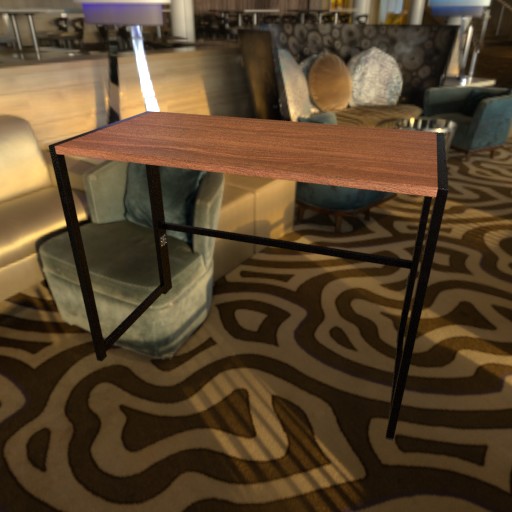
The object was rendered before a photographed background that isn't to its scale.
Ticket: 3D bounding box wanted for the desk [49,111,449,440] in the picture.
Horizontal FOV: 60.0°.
[{"bbox_3d":[0.000,0.000,1.443,1.016,0.762,0.508,10,30,17],"label":"desk"}]
